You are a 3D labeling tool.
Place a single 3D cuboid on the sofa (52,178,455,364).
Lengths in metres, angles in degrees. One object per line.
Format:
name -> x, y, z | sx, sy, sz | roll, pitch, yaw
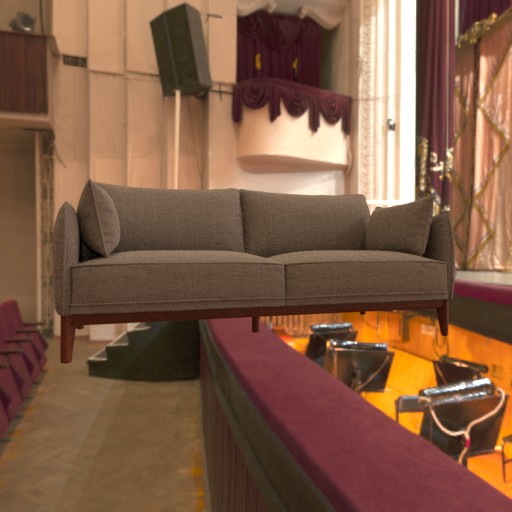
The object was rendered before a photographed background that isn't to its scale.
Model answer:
sofa -> 0.000, 0.000, 2.443 | 1.989, 0.851, 0.972 | 0, 1, -18
